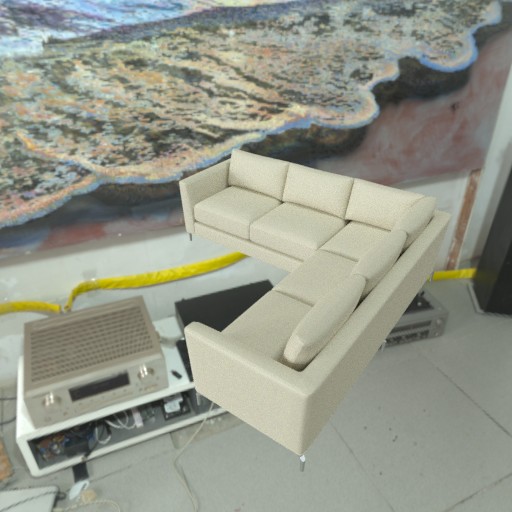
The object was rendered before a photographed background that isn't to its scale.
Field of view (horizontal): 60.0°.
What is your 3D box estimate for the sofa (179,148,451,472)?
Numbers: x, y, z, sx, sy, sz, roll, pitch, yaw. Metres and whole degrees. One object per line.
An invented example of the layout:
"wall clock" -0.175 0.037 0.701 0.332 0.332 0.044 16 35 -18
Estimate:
"sofa" 0.000 0.000 3.723 2.430 0.867 2.448 21 38 30
